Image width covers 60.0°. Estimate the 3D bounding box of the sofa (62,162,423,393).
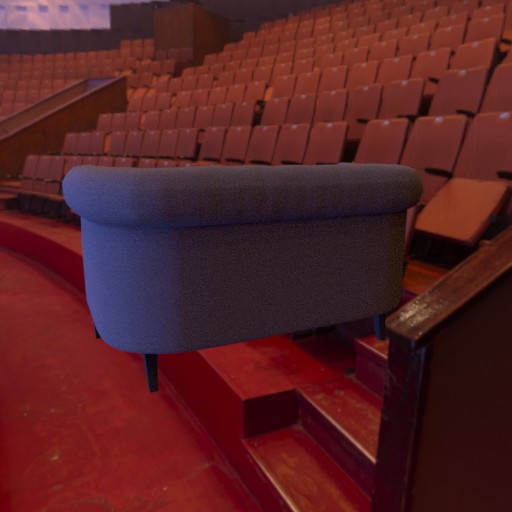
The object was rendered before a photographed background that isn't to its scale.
[{"bbox_3d":[0.000,0.000,2.028,1.558,0.827,0.835,-6,14,-25],"label":"sofa"}]
